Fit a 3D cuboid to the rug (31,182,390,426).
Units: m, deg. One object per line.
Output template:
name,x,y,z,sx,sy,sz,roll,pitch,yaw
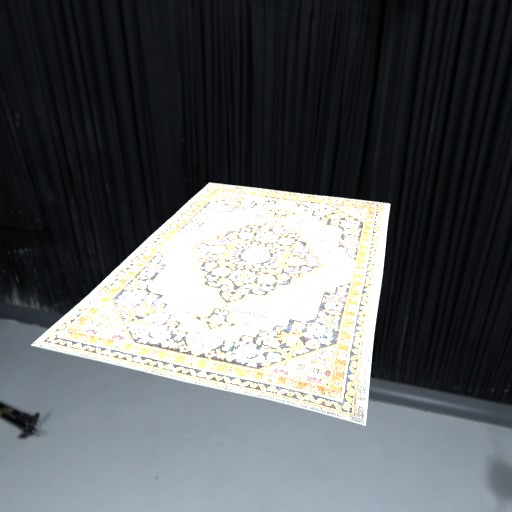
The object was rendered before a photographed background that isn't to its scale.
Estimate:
rug,0.000,0.000,3.682,2.043,0.026,2.901,9,31,15
